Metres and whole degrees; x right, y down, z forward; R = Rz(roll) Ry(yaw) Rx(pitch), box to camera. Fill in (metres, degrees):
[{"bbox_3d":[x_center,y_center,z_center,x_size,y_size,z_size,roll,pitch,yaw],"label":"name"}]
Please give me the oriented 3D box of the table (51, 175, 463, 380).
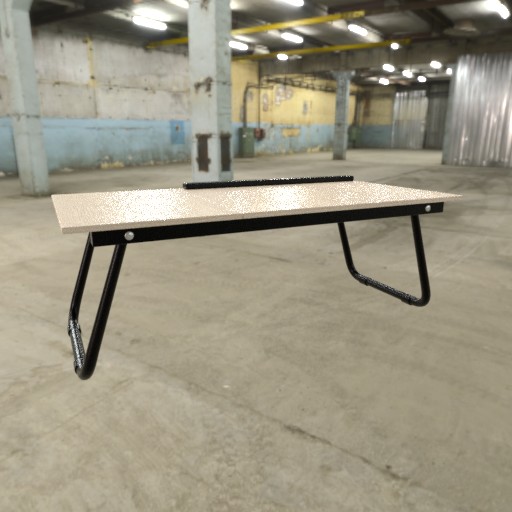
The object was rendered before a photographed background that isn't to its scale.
[{"bbox_3d":[0.000,0.000,0.800,0.644,0.242,0.322,-7,17,-25],"label":"table"}]
